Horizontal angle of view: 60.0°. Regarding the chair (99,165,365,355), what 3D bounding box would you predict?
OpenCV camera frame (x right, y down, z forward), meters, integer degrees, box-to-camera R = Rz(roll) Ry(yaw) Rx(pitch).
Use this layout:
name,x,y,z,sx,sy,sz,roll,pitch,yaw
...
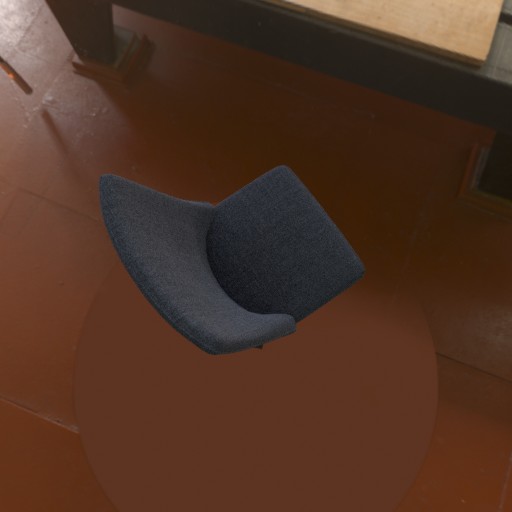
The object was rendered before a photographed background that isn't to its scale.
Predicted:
name,x,y,z,sx,sy,sz,roll,pitch,yaw
chair,0.000,0.000,1.364,0.577,1.050,0.510,-34,78,-8
